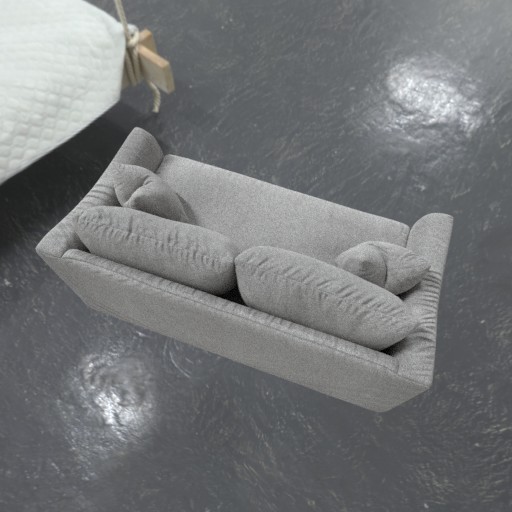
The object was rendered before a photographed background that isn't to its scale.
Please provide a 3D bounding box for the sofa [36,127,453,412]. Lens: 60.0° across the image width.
[{"bbox_3d":[0.000,0.000,2.598,2.010,1.018,1.072,18,64,9],"label":"sofa"}]
